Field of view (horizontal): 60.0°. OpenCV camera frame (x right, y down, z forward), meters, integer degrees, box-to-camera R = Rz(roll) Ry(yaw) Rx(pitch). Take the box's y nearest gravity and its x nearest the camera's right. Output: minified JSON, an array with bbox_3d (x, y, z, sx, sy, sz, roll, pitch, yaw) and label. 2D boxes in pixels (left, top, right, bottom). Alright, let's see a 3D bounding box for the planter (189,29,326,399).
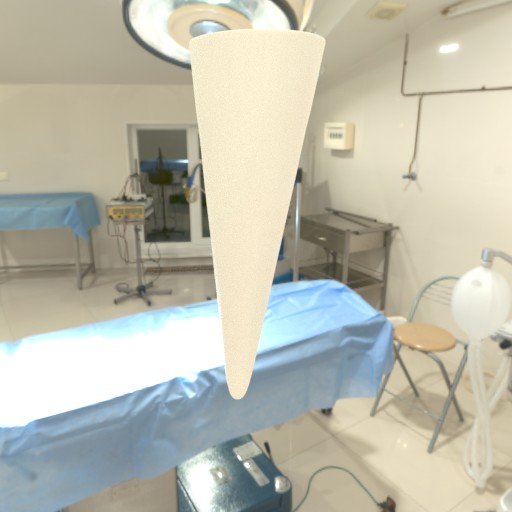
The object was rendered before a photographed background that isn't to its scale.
[{"bbox_3d":[0.000,0.000,0.220,0.057,0.193,0.064,-8,19,-26],"label":"planter"}]
